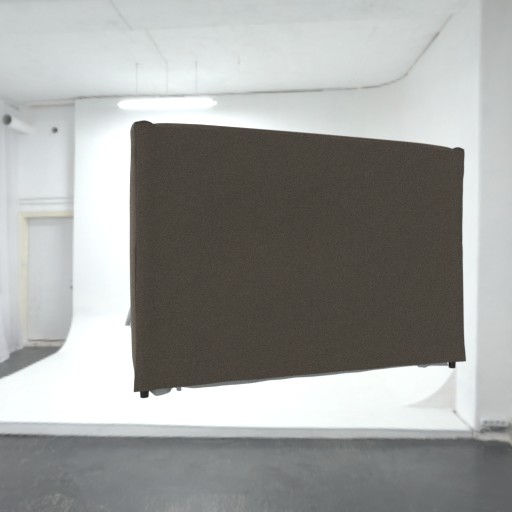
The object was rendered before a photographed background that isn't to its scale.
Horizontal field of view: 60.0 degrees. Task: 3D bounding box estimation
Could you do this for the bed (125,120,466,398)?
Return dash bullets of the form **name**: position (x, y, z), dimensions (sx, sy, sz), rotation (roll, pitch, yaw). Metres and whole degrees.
- **bed**: position (0.000, 0.000, 3.417), dimensions (1.925, 1.332, 2.276), rotation (0, 1, -17)
